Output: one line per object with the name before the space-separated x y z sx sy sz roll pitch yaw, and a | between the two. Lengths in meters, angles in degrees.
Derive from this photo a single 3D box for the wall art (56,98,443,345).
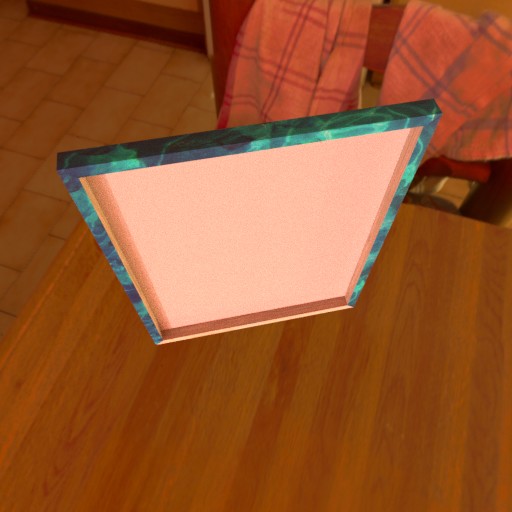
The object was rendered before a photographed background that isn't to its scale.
wall art | 0.000 0.000 1.021 0.609 0.760 0.038 -10 60 -6
